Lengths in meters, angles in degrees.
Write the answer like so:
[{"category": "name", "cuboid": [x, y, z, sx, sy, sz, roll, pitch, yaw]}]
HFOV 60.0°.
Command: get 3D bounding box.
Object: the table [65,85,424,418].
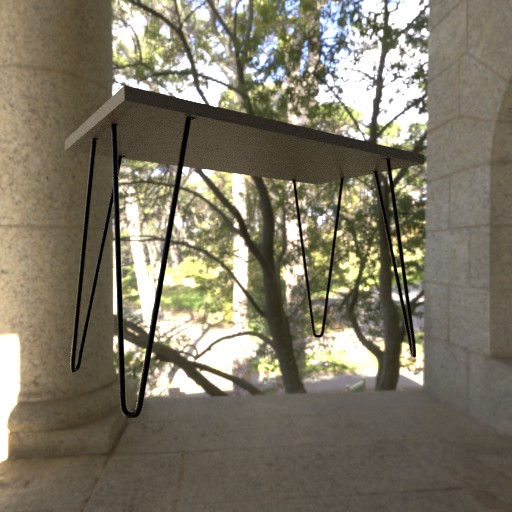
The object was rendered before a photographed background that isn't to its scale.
[{"category": "table", "cuboid": [0.000, 0.000, 1.354, 0.991, 0.660, 0.499, 0, -1, -36]}]
